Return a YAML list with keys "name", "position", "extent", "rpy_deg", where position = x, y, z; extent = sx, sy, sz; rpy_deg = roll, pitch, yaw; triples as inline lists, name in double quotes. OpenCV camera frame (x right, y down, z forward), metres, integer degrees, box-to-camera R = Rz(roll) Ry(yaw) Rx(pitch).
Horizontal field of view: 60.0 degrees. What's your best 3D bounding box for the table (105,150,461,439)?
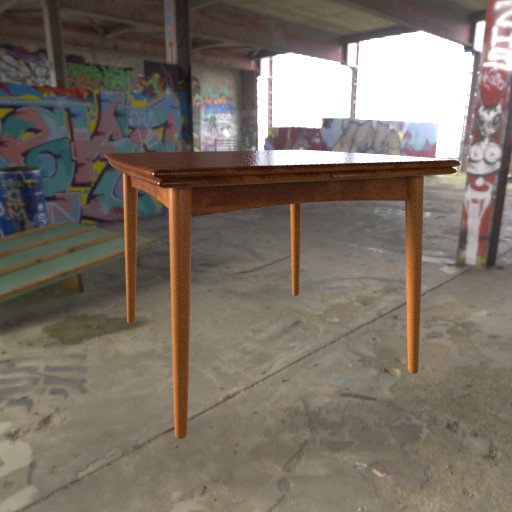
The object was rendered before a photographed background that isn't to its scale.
- name: "table"
  position: [0.000, 0.000, 1.709]
  extent: [0.991, 0.754, 0.991]
  rpy_deg: [-7, 17, -23]
